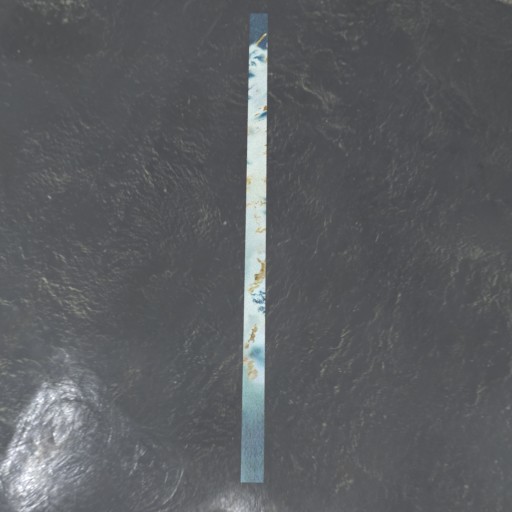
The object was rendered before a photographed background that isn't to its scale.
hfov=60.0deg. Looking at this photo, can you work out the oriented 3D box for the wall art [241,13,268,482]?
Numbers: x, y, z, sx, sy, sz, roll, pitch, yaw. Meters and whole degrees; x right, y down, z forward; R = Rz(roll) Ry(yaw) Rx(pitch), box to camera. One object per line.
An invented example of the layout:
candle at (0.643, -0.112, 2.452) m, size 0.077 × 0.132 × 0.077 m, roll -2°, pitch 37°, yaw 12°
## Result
wall art at (0.000, 0.000, 1.128) m, size 0.038 × 0.608 × 0.912 m, roll 1°, pitch 76°, yaw 0°
